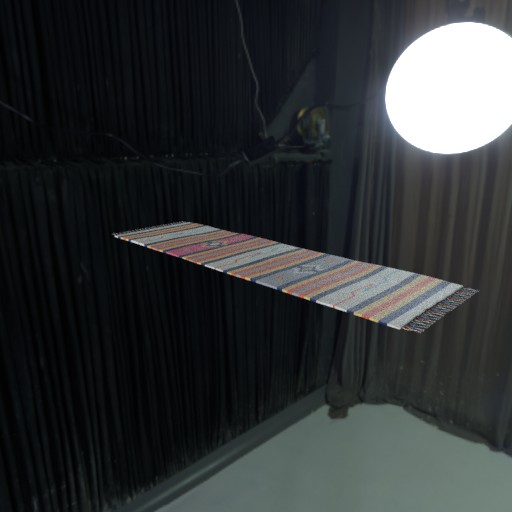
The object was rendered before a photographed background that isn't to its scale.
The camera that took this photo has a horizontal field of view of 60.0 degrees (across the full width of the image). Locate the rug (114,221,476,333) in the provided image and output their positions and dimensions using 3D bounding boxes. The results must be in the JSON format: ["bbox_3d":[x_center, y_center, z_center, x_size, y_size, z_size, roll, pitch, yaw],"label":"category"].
[{"bbox_3d":[0.000,0.000,2.797,2.455,0.017,0.695,15,22,42],"label":"rug"}]
